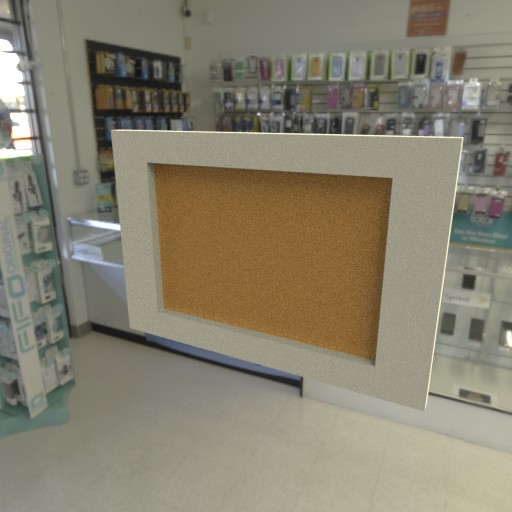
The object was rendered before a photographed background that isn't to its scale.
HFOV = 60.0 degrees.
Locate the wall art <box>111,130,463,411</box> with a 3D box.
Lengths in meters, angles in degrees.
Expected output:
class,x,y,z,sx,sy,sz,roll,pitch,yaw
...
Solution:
class,x,y,z,sx,sy,sz,roll,pitch,yaw
wall art,0.000,0.000,1.153,0.906,0.617,0.033,9,20,26
